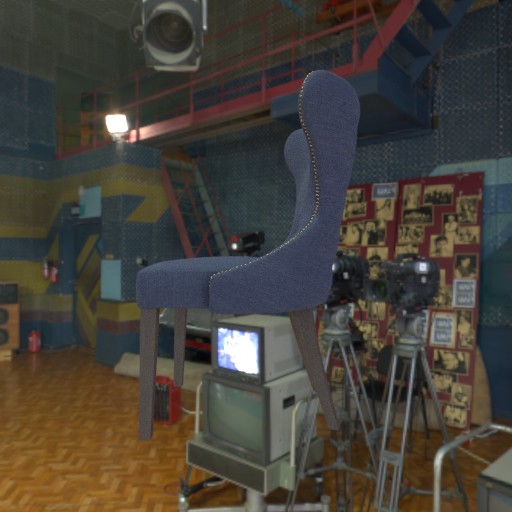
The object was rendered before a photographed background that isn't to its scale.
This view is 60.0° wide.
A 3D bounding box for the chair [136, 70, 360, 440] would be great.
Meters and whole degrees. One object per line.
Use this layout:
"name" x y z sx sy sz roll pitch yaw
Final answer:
"chair" 0.000 0.000 1.419 0.635 0.967 0.628 0 0 0
